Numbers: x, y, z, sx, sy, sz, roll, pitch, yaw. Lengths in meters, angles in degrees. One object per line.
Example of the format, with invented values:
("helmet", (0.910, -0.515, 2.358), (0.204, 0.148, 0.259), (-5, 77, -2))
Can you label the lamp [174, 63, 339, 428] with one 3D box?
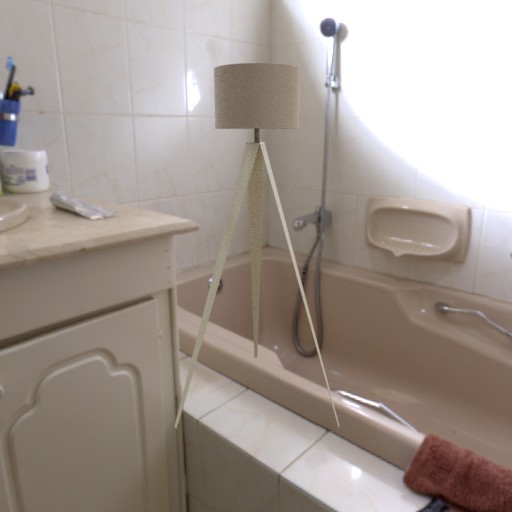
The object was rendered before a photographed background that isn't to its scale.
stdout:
("lamp", (0.000, 0.000, 1.924), (0.716, 1.524, 0.724), (-15, 21, -42))
